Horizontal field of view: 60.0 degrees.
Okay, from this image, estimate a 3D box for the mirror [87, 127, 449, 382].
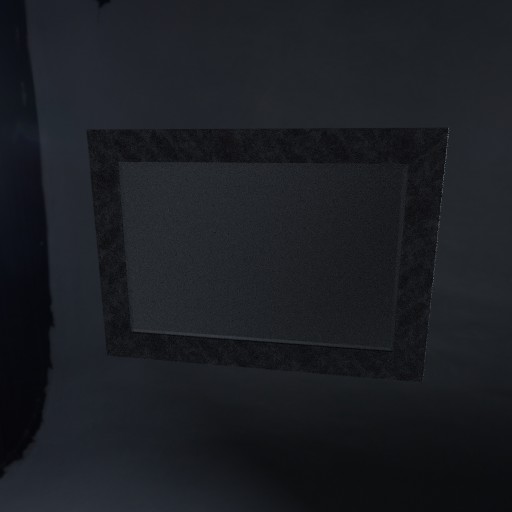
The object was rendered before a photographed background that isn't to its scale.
[{"bbox_3d":[0.000,0.000,1.441,1.101,0.795,0.022,2,15,9],"label":"mirror"}]
